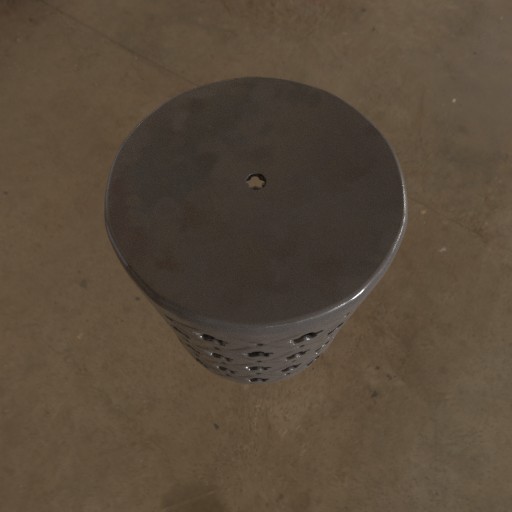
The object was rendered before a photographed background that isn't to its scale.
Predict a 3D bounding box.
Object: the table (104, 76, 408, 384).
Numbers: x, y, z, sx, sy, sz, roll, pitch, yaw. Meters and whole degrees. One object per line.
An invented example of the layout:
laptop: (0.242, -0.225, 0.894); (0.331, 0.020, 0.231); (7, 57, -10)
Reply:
table: (0.000, 0.000, 0.678); (0.352, 0.387, 0.352); (0, 64, 0)
